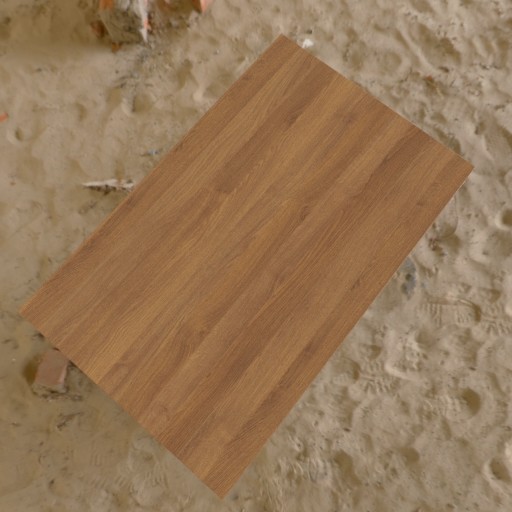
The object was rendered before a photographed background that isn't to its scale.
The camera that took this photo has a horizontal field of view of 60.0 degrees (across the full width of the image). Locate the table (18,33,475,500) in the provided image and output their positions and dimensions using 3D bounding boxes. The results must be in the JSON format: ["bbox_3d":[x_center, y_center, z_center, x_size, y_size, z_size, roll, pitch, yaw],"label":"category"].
[{"bbox_3d":[0.000,0.000,1.413,0.700,0.442,1.100,39,79,9],"label":"table"}]
